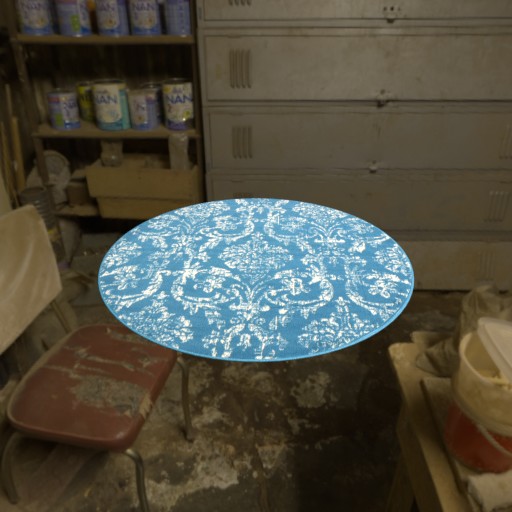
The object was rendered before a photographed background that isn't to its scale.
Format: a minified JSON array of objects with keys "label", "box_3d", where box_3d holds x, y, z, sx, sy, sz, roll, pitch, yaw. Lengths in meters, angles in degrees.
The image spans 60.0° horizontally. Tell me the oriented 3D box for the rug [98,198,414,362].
[{"label":"rug","box_3d":[0.000,0.000,2.339,1.593,0.012,1.593,0,29,0]}]
